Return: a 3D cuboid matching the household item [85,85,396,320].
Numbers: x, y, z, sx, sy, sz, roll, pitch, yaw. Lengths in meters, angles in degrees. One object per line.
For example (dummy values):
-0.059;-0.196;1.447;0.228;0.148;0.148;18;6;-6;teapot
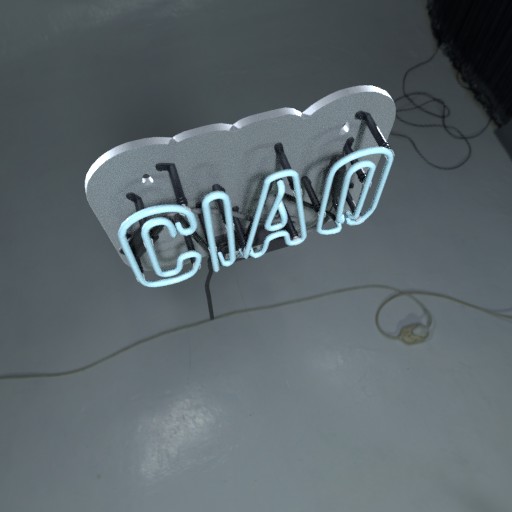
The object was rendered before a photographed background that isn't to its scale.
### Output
0.000;0.000;0.384;0.211;0.294;0.042;-16;64;-8;household item
